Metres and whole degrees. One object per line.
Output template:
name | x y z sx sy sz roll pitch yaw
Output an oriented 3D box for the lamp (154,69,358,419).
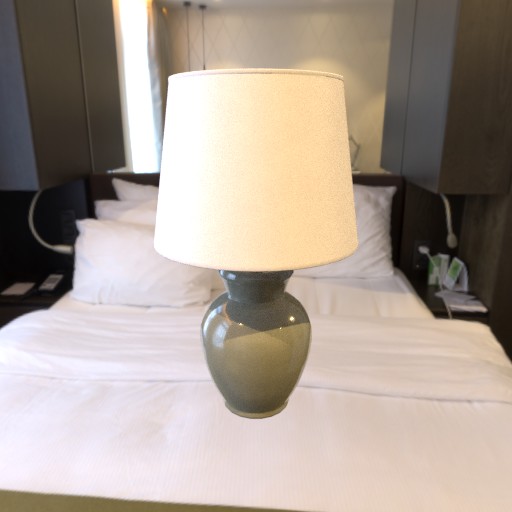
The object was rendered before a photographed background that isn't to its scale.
lamp | 0.000 0.000 0.538 0.239 0.399 0.239 0 16 0
